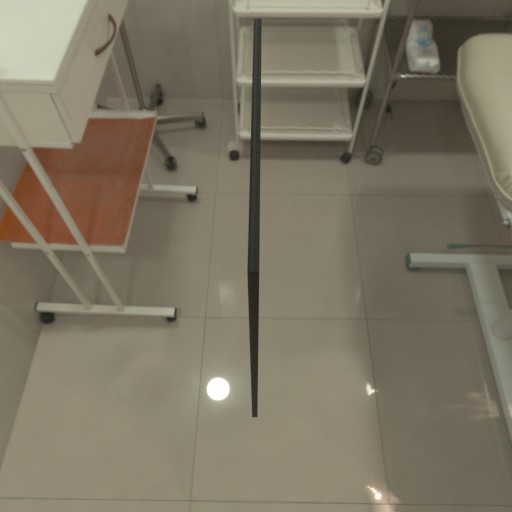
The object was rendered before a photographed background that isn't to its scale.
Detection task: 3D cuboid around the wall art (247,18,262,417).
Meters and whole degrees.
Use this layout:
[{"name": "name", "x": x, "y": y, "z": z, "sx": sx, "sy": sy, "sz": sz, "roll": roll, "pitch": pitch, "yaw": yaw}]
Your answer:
[{"name": "wall art", "x": 0.000, "y": 0.000, "z": 0.845, "sx": 0.012, "sy": 0.661, "sz": 0.451, "roll": 1, "pitch": 58, "yaw": 0}]
